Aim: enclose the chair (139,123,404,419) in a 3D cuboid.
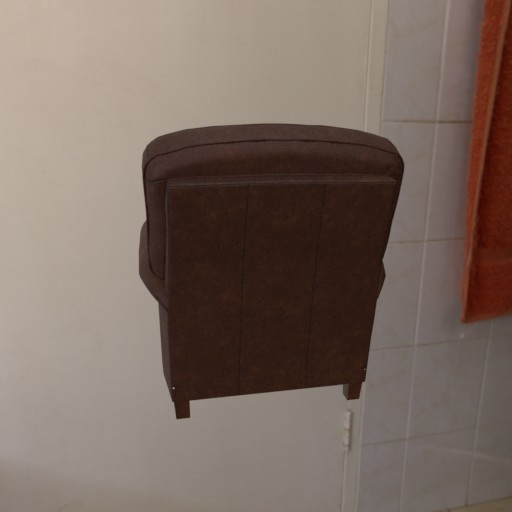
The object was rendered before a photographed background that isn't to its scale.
[{"bbox_3d":[0.000,0.000,1.811,0.936,1.018,0.986,-3,15,-10],"label":"chair"}]
